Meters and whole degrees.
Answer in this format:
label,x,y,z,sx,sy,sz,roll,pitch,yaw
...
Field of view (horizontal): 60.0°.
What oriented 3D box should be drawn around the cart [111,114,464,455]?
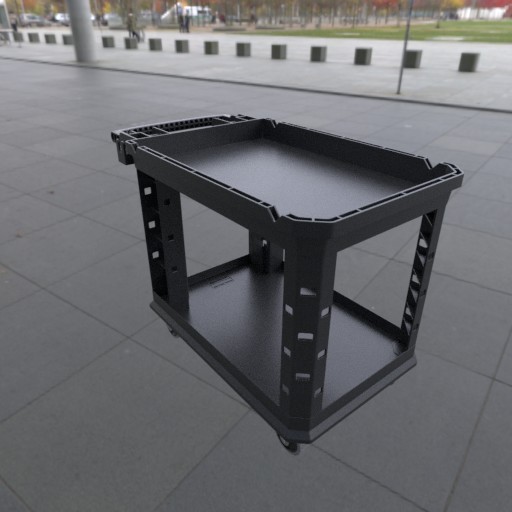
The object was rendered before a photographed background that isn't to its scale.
label,x,y,z,sx,sy,sz,roll,pitch,yaw
cart,0.000,0.000,1.763,0.674,0.884,1.239,-21,35,-33
